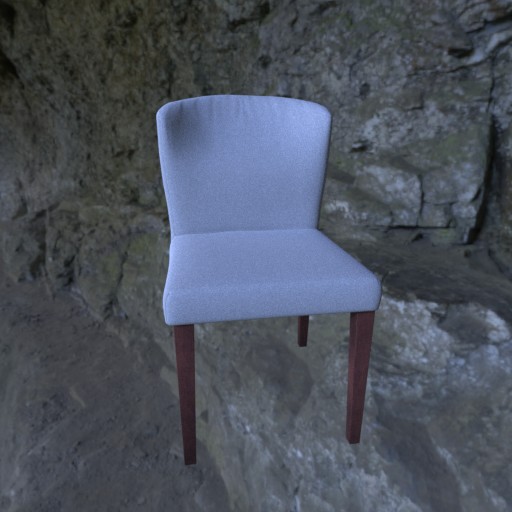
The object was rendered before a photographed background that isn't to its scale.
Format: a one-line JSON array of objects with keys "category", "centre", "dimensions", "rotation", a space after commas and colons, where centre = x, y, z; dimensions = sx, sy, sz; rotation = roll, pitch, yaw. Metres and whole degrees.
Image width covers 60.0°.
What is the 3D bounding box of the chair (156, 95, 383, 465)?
[{"category": "chair", "centre": [0.000, 0.000, 1.200], "dimensions": [0.491, 0.839, 0.592], "rotation": [-3, 18, -9]}]
